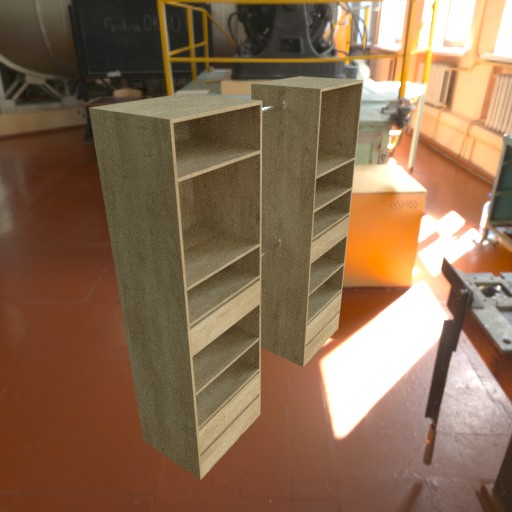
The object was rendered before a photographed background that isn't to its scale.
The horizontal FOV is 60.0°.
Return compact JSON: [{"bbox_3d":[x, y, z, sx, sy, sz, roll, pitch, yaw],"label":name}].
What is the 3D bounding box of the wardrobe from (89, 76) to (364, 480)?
[{"bbox_3d":[0.000,0.000,2.848,0.480,2.000,1.770,18,32,31],"label":"wardrobe"}]
